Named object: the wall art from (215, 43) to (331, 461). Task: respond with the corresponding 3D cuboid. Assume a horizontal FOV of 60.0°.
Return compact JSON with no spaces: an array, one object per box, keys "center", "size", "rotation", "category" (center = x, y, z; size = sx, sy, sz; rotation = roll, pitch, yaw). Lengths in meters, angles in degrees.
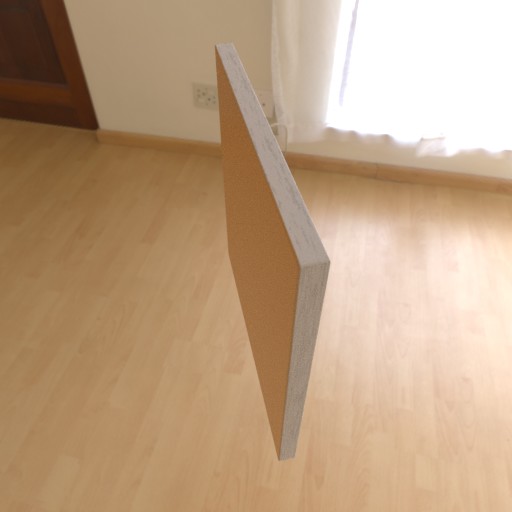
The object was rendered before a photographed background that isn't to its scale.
[{"center":[0.000,0.000,1.916],"size":[0.078,1.288,1.287],"rotation":[-9,48,-8],"category":"wall art"}]
